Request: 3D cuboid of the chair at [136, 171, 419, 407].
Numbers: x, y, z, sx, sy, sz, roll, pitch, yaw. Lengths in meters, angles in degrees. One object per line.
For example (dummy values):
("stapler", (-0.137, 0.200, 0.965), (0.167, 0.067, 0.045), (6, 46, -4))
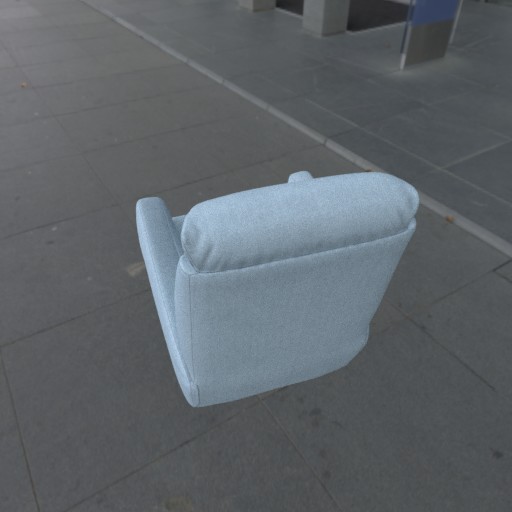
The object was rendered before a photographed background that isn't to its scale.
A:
("chair", (0.000, 0.000, 1.647), (0.812, 1.013, 0.940), (-12, 41, -13))
